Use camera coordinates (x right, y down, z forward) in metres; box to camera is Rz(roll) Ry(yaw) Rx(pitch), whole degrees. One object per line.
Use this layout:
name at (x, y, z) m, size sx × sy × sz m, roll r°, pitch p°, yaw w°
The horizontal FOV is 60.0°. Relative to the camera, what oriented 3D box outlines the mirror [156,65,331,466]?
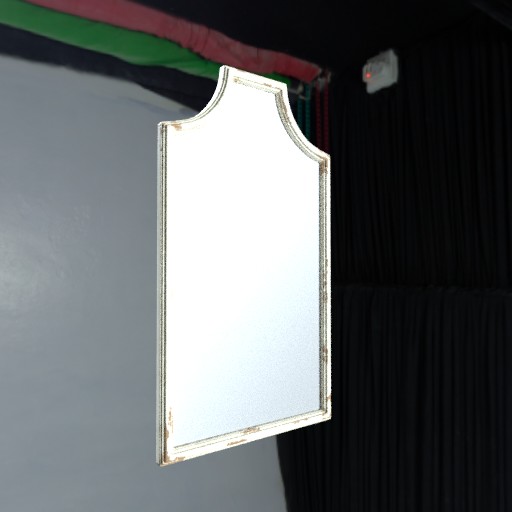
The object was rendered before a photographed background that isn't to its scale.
mirror at (0.000, 0.000, 0.874) m, size 0.403 × 0.717 × 0.022 m, roll 1°, pitch -1°, yaw -36°
